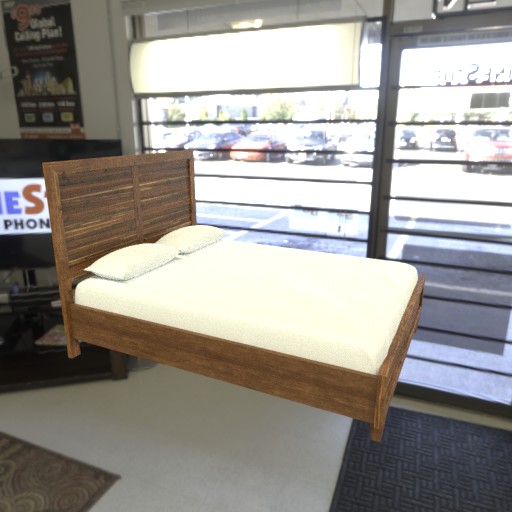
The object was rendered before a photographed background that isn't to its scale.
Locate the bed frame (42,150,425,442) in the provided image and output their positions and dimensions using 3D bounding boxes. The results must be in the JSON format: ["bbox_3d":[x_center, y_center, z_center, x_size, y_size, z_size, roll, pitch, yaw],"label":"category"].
[{"bbox_3d":[0.000,0.000,3.334,2.276,1.417,1.696,8,18,25],"label":"bed frame"}]
